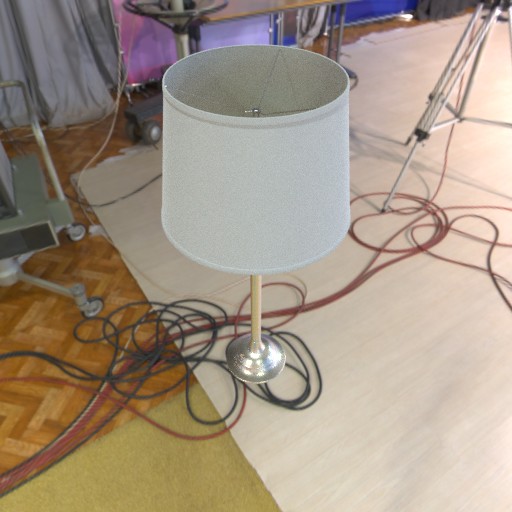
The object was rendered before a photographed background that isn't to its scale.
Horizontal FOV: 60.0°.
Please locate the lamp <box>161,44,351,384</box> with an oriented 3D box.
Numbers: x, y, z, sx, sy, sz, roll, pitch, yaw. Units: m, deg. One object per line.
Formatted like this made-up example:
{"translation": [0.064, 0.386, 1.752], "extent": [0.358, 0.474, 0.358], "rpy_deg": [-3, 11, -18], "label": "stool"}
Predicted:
{"translation": [0.000, 0.000, 0.864], "extent": [0.331, 0.698, 0.331], "rpy_deg": [0, 43, 0], "label": "lamp"}
